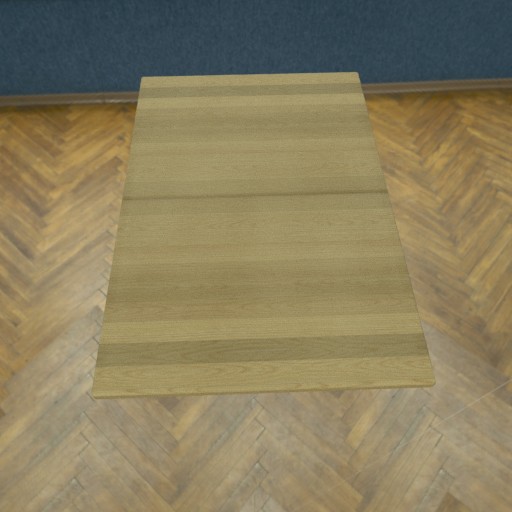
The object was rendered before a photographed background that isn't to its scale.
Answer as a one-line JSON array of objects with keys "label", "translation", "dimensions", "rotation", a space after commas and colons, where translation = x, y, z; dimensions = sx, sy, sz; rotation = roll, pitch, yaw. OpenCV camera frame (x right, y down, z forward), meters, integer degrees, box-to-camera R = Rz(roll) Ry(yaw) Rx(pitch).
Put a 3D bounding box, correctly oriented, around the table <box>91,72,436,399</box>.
[{"label": "table", "translation": [0.000, 0.000, 1.814], "dimensions": [0.900, 0.770, 1.300], "rotation": [-2, 58, -1]}]
